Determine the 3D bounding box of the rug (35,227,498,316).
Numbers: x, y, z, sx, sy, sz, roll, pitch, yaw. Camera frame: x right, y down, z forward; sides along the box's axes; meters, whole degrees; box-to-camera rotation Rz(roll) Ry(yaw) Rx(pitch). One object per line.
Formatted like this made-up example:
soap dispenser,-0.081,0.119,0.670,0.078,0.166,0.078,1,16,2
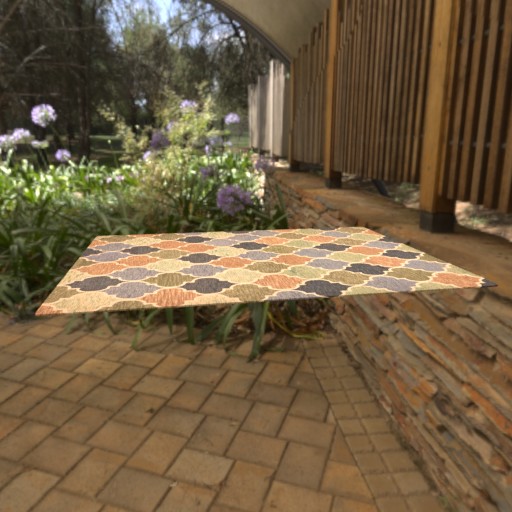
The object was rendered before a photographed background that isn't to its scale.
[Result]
rug,0.000,0.000,4.136,3.200,0.013,2.439,-3,14,-10
